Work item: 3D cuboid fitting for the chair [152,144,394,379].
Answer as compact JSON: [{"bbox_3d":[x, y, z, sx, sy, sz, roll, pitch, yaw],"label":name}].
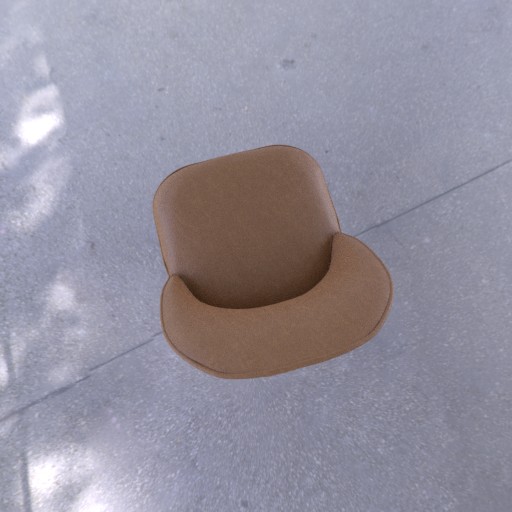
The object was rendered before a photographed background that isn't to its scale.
[{"bbox_3d":[0.000,0.000,1.232,0.521,0.831,0.631,-14,76,-4],"label":"chair"}]
